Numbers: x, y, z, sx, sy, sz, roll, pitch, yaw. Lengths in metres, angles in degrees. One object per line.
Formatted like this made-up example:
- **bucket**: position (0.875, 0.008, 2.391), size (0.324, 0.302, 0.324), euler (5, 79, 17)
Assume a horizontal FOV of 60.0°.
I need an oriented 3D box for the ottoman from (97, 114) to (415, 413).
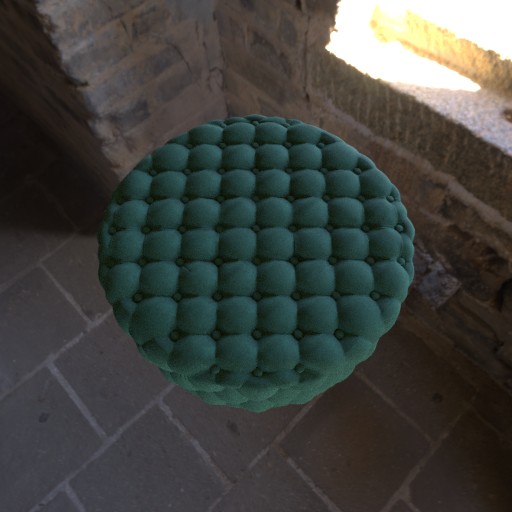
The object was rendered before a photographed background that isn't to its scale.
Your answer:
- **ottoman**: position (0.000, 0.000, 1.531), size (0.998, 0.399, 0.998), euler (0, 63, 0)
